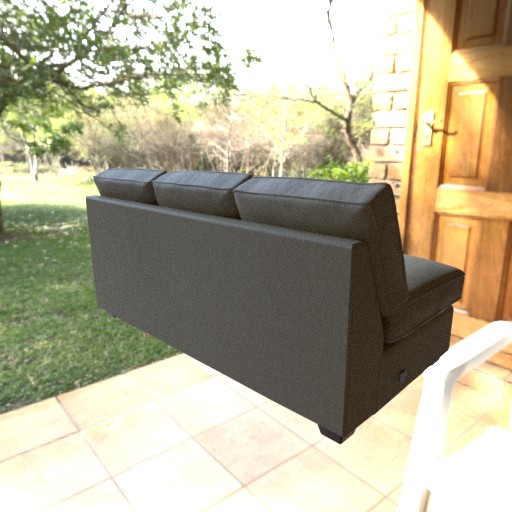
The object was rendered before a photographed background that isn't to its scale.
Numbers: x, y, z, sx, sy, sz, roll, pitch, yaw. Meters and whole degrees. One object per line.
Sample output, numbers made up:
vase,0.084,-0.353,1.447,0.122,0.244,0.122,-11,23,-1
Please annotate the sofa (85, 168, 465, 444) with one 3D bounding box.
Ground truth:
sofa,0.000,0.000,2.477,1.962,0.973,1.027,14,20,43
